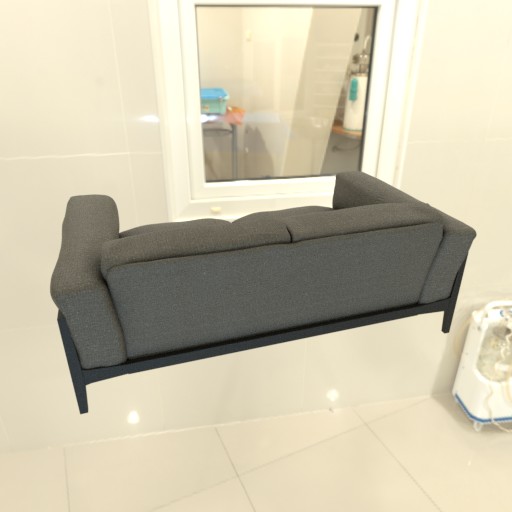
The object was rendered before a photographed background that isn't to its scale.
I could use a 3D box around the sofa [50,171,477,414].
[{"bbox_3d":[0.000,0.000,2.128,1.690,0.656,0.960,-8,28,-16],"label":"sofa"}]
